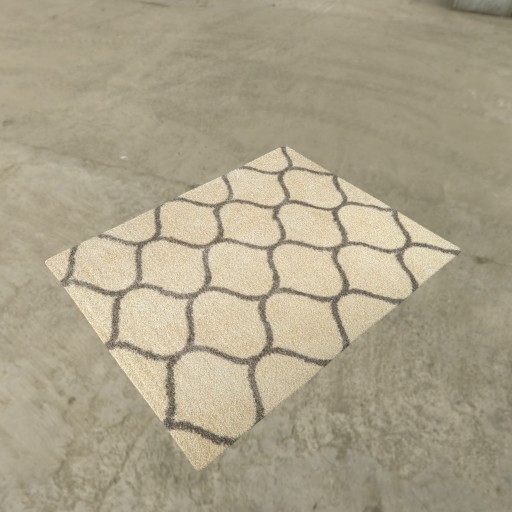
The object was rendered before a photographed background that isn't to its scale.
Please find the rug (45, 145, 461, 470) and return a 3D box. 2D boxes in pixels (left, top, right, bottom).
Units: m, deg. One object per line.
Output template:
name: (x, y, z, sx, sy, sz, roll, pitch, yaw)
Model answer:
rug: (0.000, 0.000, 4.060, 3.000, 0.026, 2.399, -32, 53, -27)
